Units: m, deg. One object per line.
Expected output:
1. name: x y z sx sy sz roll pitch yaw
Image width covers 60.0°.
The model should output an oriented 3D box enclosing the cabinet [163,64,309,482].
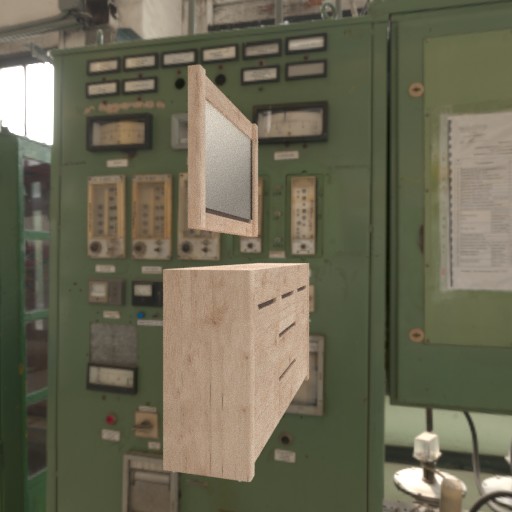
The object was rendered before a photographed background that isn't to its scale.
1. cabinet: 0.000 0.000 2.805 0.420 1.981 1.700 0 0 15
